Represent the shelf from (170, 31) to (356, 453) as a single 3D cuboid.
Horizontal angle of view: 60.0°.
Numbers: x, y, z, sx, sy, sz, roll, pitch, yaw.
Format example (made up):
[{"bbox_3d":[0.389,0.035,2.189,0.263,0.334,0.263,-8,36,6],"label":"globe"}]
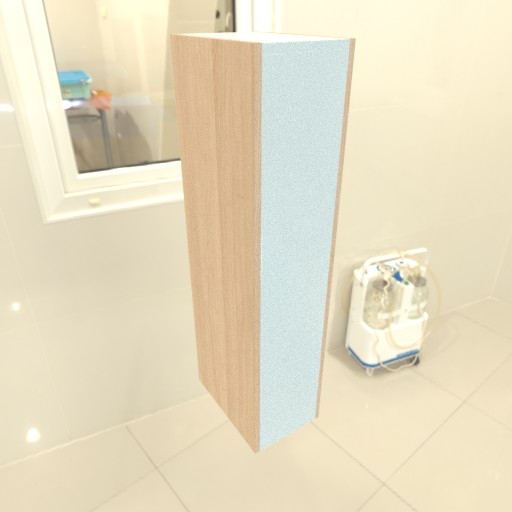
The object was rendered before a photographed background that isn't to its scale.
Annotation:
[{"bbox_3d":[0.000,0.000,0.990,0.197,0.882,0.290,-18,34,-29],"label":"shelf"}]
